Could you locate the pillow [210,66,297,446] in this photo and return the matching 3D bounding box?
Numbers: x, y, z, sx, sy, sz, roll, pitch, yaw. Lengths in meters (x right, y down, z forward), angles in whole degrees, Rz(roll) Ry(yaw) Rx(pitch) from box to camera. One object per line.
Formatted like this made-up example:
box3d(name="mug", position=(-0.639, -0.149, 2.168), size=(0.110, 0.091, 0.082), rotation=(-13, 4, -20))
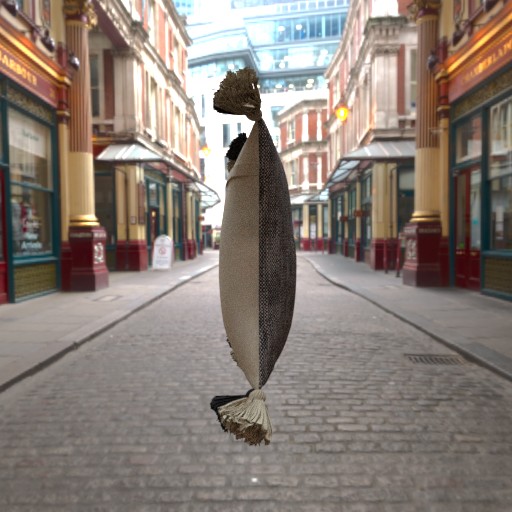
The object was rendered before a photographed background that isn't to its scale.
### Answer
box3d(name="pillow", position=(0.000, 0.000, 0.994), size=(0.170, 0.659, 0.654), rotation=(0, 2, -1))
